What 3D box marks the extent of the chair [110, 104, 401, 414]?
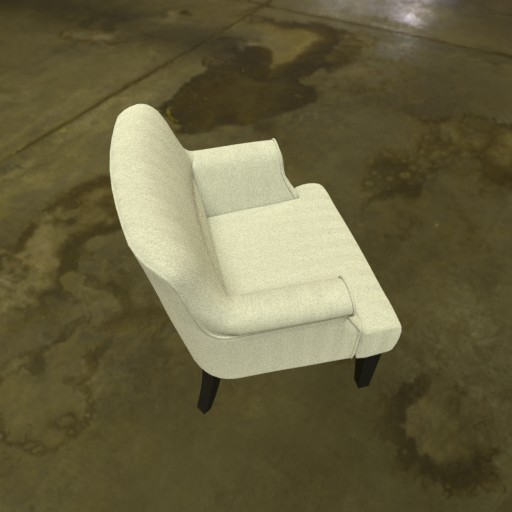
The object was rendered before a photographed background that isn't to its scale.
[{"bbox_3d":[0.000,0.000,1.470,0.750,0.875,0.781,-11,48,-10],"label":"chair"}]
